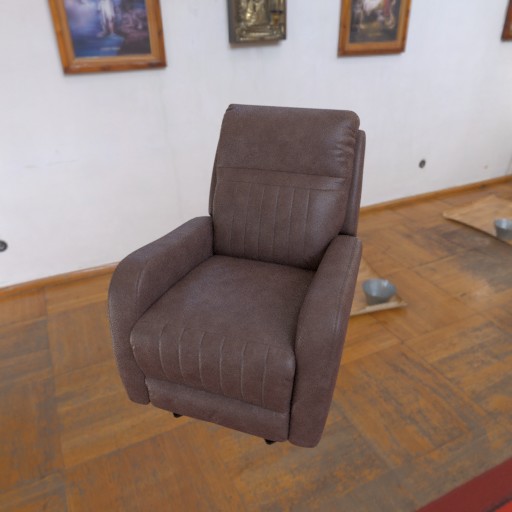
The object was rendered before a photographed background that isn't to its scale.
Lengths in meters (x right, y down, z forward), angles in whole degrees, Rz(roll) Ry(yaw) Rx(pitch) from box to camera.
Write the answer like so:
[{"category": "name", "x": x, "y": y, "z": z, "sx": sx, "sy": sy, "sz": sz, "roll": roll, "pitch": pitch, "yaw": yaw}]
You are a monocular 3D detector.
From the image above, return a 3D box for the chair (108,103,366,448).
[{"category": "chair", "x": 0.000, "y": 0.000, "z": 1.843, "sx": 0.865, "sy": 1.067, "sz": 1.067, "roll": 9, "pitch": 29, "yaw": 17}]
